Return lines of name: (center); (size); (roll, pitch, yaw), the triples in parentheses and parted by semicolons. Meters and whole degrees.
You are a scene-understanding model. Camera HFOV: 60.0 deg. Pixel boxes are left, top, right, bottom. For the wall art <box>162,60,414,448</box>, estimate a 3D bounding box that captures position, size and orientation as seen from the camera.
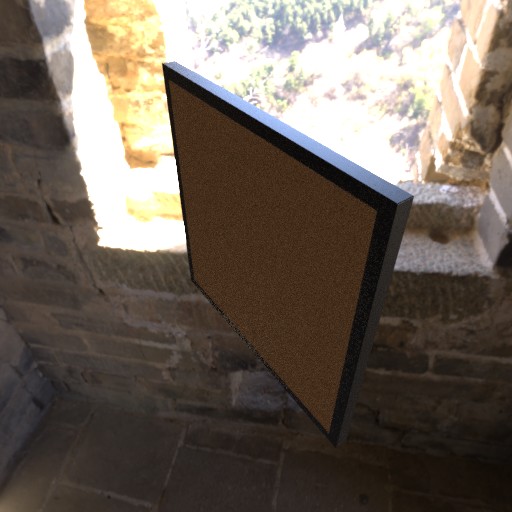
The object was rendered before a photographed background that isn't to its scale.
wall art: (0.000, 0.000, 1.142); (0.038, 0.765, 0.765); (-25, 47, -26)
